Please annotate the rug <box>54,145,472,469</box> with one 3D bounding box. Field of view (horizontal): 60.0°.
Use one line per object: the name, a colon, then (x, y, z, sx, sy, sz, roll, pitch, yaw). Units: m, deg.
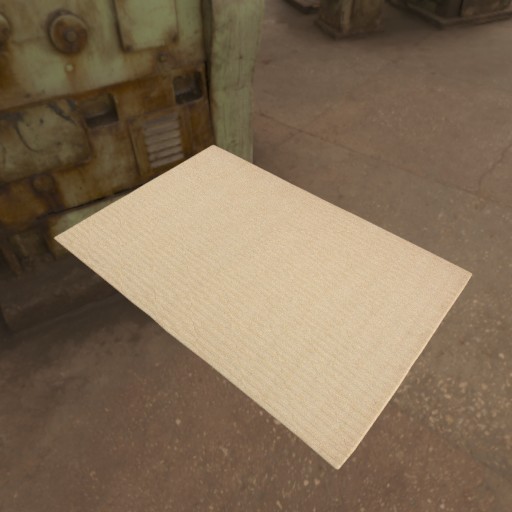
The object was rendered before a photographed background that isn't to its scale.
rug: (0.000, 0.000, 2.322, 1.848, 0.014, 1.238, 32, 54, 27)
